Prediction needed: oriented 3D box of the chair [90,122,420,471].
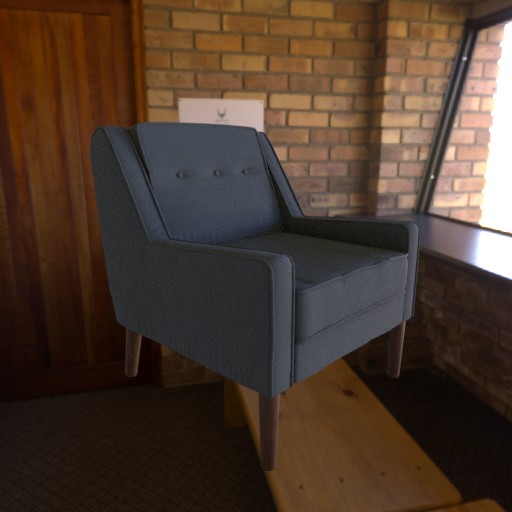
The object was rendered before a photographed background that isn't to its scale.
[{"bbox_3d":[0.000,0.000,1.326,0.733,0.780,0.663,13,19,43],"label":"chair"}]
